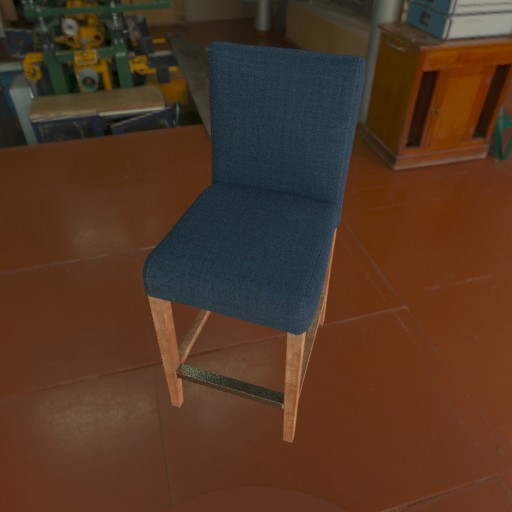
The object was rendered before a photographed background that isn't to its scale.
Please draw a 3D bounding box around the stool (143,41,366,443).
[{"bbox_3d":[0.000,0.000,1.328,0.454,1.039,0.567,12,42,14],"label":"stool"}]
